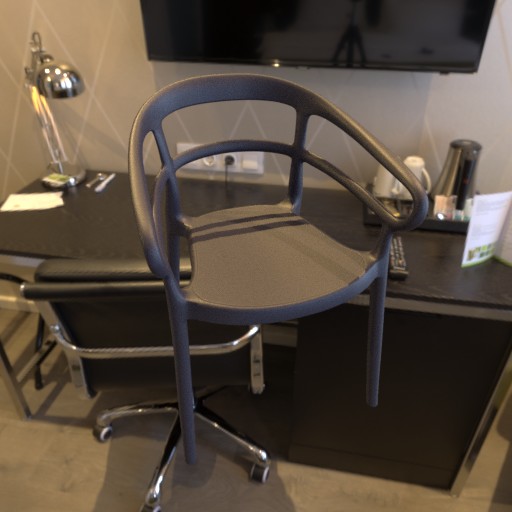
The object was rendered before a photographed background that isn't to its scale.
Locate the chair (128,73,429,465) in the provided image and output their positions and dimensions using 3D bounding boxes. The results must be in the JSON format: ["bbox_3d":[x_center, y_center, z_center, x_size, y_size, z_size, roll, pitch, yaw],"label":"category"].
[{"bbox_3d":[0.000,0.000,1.102,0.559,0.761,0.527,-11,34,-16],"label":"chair"}]
